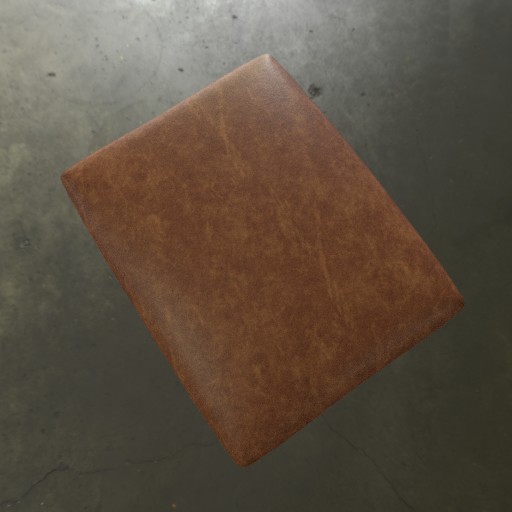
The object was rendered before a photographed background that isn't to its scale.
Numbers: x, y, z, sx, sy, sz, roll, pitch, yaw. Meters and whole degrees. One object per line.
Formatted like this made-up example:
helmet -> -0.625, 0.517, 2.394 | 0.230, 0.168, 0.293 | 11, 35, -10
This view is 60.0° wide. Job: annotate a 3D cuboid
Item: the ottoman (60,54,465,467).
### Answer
ottoman -> 0.000, 0.000, 1.112 | 0.586, 0.486, 0.742 | -33, 79, -7
